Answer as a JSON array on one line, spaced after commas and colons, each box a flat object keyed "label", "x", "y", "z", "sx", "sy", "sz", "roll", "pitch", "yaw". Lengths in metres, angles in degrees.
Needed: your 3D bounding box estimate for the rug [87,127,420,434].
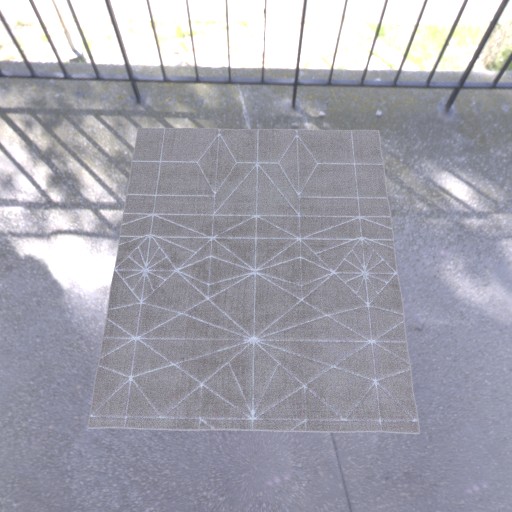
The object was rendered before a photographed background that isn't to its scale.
[{"label": "rug", "x": 0.000, "y": 0.000, "z": 0.865, "sx": 0.548, "sy": 0.006, "sz": 0.639, "roll": 1, "pitch": 64, "yaw": 0}]
